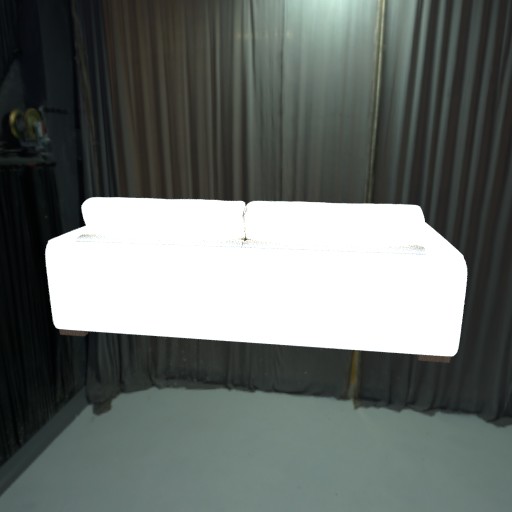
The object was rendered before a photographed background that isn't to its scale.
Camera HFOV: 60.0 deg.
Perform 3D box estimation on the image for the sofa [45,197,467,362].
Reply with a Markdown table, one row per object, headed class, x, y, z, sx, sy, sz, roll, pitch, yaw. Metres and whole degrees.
| class | x | y | z | sx | sy | sz | roll | pitch | yaw |
| --- | --- | --- | --- | --- | --- | --- | --- | --- | --- |
| sofa | 0.000 | 0.000 | 2.840 | 2.262 | 0.801 | 1.070 | 2 | 15 | 9 |
